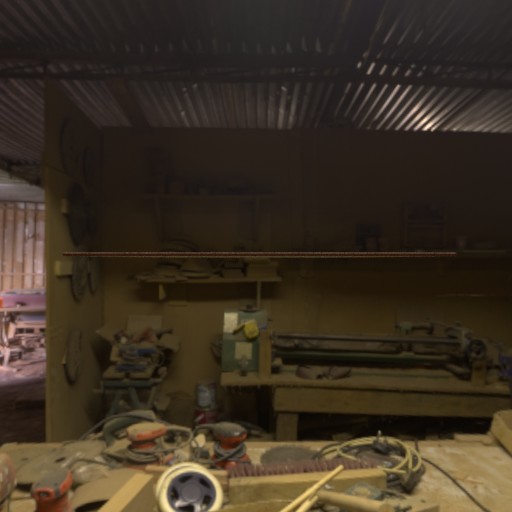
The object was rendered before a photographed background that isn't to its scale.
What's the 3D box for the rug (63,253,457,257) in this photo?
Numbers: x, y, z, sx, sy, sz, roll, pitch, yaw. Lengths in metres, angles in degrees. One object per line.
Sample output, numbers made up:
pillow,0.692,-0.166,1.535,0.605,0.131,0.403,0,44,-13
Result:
rug,0.000,0.000,2.926,1.524,0.014,2.438,0,0,-1
